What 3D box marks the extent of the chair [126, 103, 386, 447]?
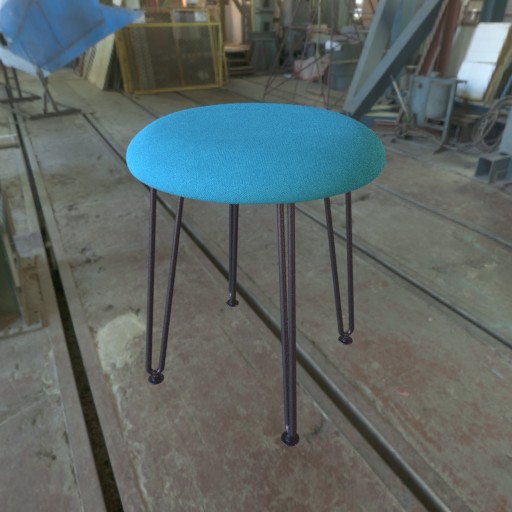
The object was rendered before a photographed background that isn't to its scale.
[{"bbox_3d":[0.000,0.000,0.701,0.350,0.430,0.350,8,31,14],"label":"chair"}]
